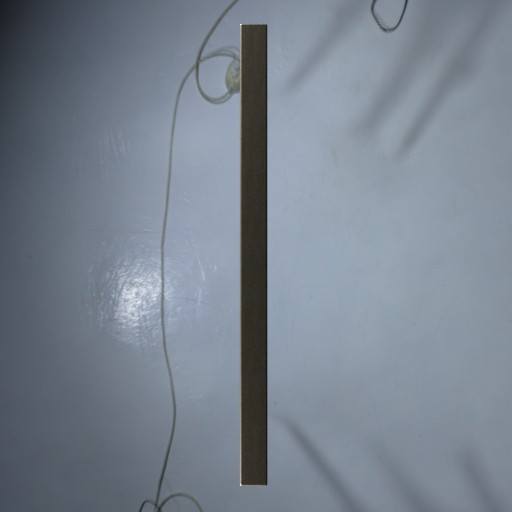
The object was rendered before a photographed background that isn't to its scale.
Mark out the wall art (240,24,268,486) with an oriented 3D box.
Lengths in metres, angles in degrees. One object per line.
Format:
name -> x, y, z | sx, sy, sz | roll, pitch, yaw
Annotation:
wall art -> 0.000, 0.000, 0.735 | 0.030, 0.506, 0.503 | 0, 89, 1
